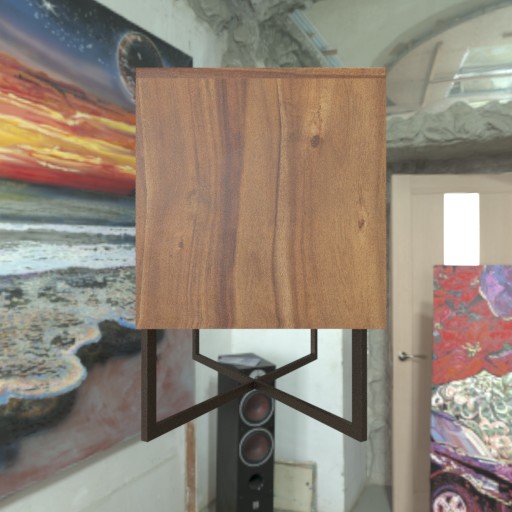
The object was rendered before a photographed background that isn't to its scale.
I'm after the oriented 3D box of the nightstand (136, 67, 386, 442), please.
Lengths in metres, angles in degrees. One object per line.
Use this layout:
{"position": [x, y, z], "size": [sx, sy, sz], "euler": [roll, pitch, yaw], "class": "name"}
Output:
{"position": [0.000, 0.000, 1.031], "size": [0.427, 0.615, 0.613], "euler": [0, 0, 0], "class": "nightstand"}
